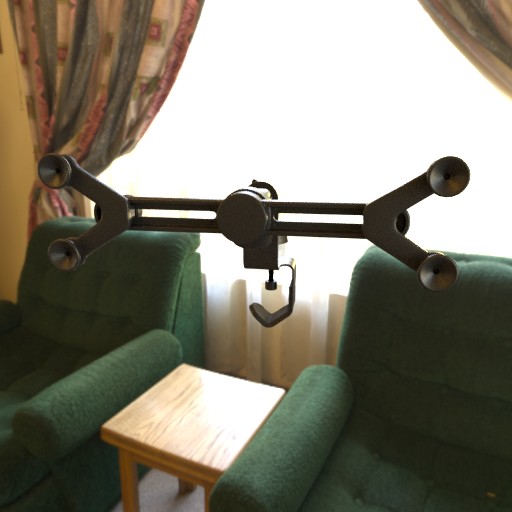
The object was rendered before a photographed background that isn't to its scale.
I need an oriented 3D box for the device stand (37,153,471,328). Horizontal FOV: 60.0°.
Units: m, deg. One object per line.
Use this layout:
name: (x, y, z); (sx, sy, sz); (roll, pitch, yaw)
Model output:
device stand: (0.000, 0.000, 0.358); (0.270, 0.166, 0.142); (3, 15, 9)
